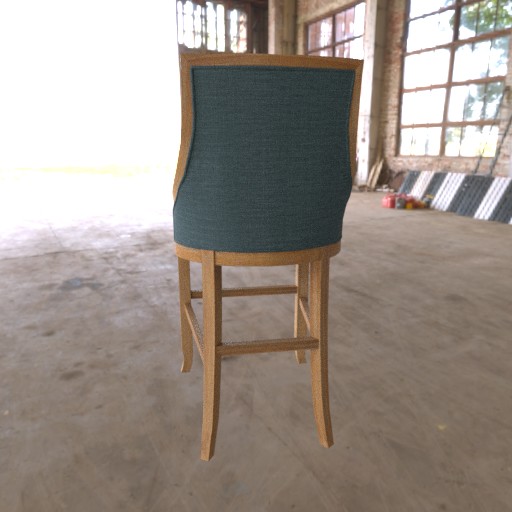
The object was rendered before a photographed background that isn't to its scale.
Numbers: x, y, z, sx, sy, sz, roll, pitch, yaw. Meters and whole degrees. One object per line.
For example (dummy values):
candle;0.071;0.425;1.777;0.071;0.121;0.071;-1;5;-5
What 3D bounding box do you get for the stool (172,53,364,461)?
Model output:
stool;0.000;0.000;1.431;0.524;1.101;0.626;-2;14;-9
